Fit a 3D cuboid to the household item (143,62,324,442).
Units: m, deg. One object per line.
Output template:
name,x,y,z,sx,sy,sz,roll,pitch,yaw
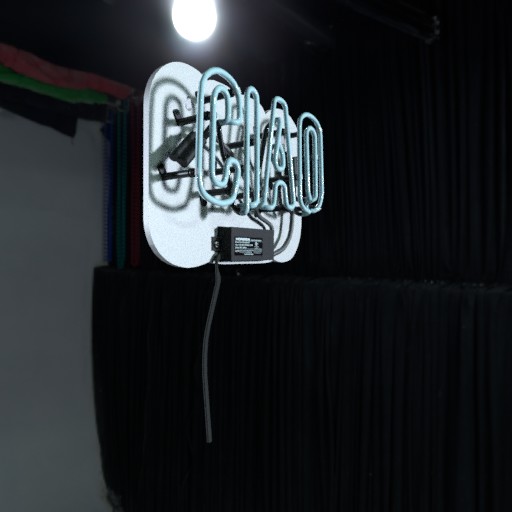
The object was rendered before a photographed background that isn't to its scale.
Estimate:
household item,0.000,0.000,0.385,0.042,0.294,0.211,0,0,36
